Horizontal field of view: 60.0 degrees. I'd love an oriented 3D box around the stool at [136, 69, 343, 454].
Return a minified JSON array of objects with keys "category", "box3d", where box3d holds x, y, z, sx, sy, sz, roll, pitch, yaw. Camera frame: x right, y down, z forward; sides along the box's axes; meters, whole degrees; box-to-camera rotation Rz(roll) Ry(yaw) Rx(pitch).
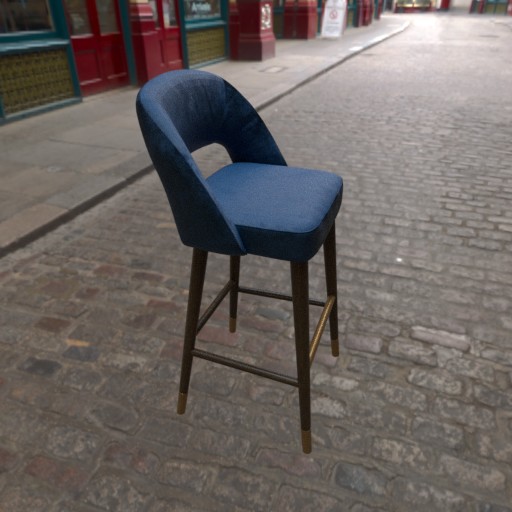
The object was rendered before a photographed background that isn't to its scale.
[{"category":"stool","box3d":[0.000,0.000,1.336,0.515,1.016,0.514,10,31,17]}]
